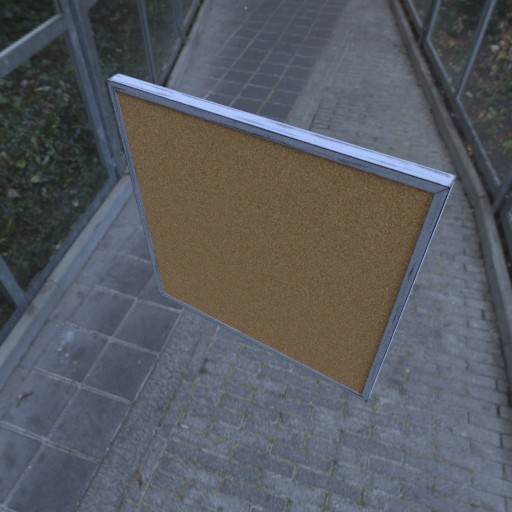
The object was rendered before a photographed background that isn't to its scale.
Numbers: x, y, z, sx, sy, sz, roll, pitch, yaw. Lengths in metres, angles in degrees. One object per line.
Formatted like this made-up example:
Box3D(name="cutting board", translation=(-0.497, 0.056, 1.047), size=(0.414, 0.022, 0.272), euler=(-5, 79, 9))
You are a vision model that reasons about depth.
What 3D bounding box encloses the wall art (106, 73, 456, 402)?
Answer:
Box3D(name="wall art", translation=(0.000, 0.000, 1.139), size=(0.761, 0.761, 0.037), euler=(24, 50, 21))
